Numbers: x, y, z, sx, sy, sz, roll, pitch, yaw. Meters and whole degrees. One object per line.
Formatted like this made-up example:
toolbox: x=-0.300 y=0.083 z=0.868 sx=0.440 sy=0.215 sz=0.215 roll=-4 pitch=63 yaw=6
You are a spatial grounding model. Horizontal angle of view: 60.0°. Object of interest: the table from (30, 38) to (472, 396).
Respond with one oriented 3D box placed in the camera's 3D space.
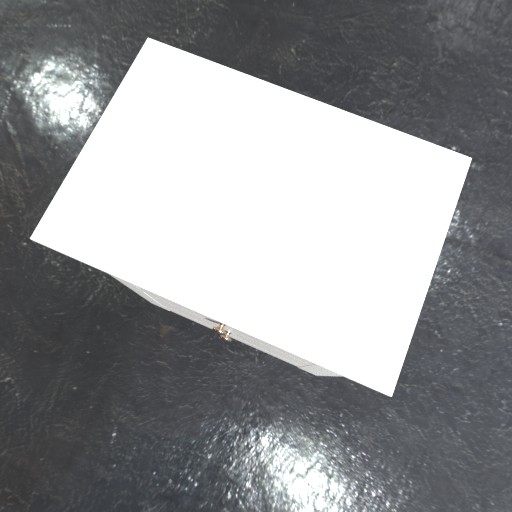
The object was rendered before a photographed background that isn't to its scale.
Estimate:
table: x=0.000 y=0.000 z=1.046 sx=0.589 sy=0.711 sz=0.406 roll=23 pitch=76 yaw=6
